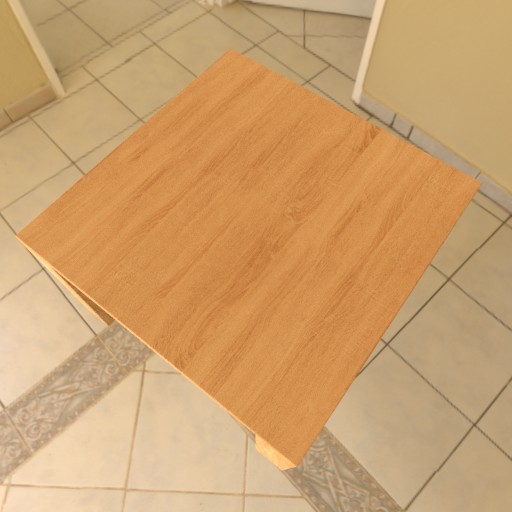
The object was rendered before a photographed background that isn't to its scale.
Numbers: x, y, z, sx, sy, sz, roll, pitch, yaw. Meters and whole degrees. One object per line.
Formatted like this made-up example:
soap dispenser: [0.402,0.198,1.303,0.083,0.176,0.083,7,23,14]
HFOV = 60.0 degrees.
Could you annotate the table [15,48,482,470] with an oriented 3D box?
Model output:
table: [0.000,0.000,1.130,0.700,0.450,0.700,34,68,16]
